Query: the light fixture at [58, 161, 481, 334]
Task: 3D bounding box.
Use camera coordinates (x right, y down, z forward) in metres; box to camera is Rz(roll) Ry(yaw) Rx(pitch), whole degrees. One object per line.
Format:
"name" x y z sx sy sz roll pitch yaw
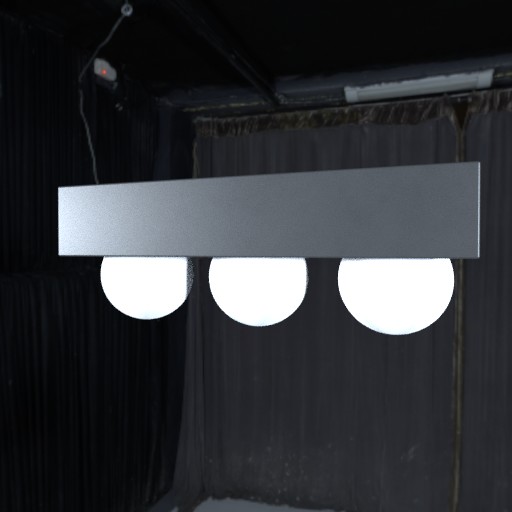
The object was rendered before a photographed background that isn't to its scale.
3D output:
"light fixture" 0.000 0.000 0.823 0.721 0.263 0.218 0 1 20
